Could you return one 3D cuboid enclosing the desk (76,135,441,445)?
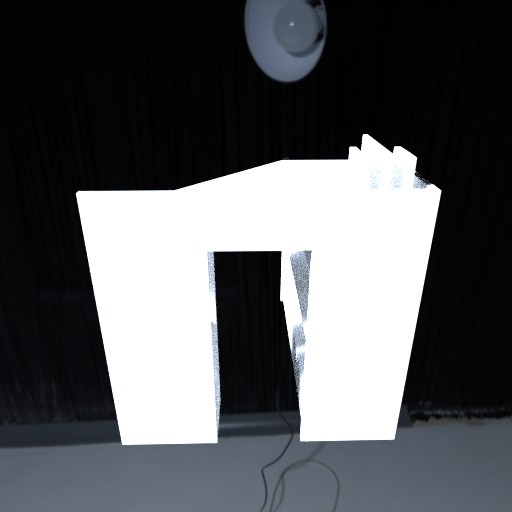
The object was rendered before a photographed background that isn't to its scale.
[{"bbox_3d":[0.000,0.000,1.743,0.940,0.986,0.940,-1,26,-1],"label":"desk"}]
